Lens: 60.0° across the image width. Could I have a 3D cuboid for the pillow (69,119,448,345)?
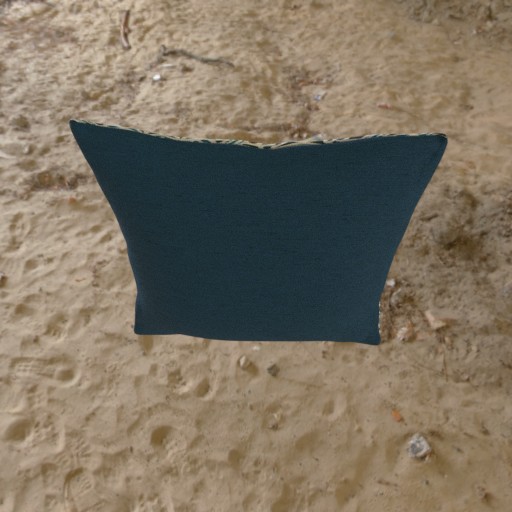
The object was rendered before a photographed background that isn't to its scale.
[{"bbox_3d":[0.000,0.000,0.650,0.440,0.420,0.145,2,45,2],"label":"pillow"}]
